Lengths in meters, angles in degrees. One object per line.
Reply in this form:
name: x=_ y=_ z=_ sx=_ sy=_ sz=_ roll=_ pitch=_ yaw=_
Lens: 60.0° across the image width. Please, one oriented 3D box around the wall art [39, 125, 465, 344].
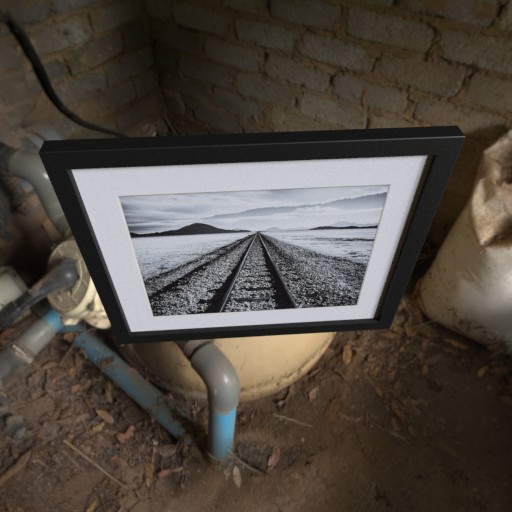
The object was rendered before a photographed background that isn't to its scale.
wall art: x=0.000 y=0.000 z=0.755 sx=0.559 sy=0.458 sz=0.029 roll=-3 pitch=47 yaw=-3
